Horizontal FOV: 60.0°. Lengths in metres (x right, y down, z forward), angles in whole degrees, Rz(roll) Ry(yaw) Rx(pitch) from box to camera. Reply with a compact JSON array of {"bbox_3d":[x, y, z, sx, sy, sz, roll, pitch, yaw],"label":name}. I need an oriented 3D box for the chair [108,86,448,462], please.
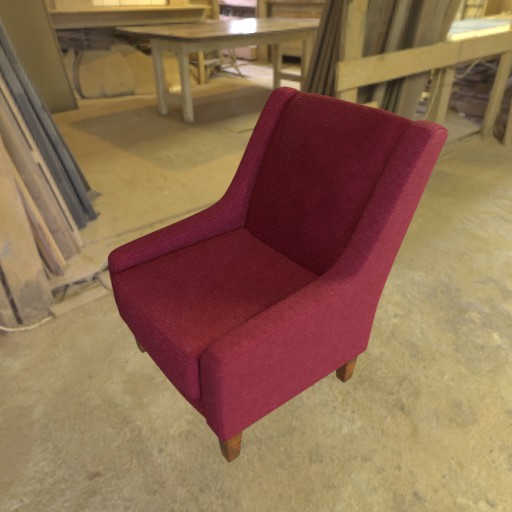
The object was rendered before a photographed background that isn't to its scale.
[{"bbox_3d":[0.000,0.000,1.682,0.985,1.017,0.793,-23,38,-31],"label":"chair"}]
